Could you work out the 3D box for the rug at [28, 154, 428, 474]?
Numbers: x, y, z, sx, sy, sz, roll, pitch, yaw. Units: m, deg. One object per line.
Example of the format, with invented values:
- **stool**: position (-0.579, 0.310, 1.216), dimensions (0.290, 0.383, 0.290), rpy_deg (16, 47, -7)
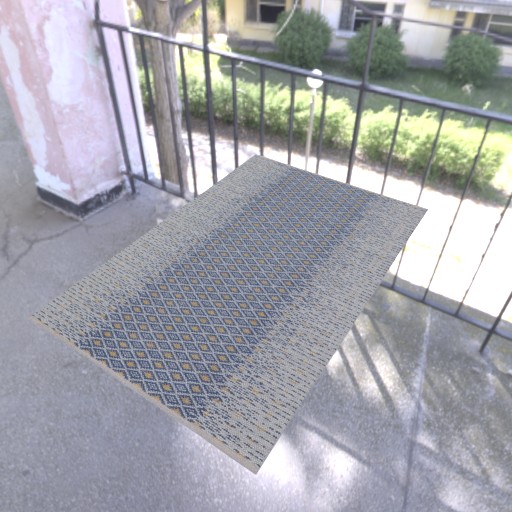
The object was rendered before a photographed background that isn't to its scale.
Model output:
- **rug**: position (0.000, 0.000, 2.284), dimensions (1.219, 0.005, 1.828), rpy_deg (23, 46, 25)
